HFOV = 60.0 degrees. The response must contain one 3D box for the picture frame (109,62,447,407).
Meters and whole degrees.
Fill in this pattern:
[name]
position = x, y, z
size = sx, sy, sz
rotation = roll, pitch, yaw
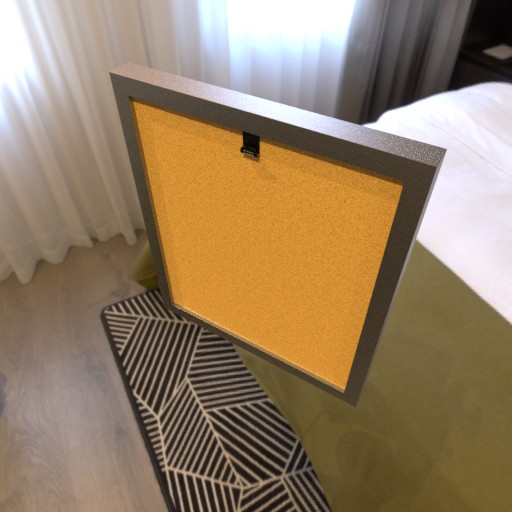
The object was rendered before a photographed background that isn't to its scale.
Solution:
[picture frame]
position = 0.000, 0.000, 1.349
size = 0.839, 0.968, 0.073
rotation = 23, 49, 21
